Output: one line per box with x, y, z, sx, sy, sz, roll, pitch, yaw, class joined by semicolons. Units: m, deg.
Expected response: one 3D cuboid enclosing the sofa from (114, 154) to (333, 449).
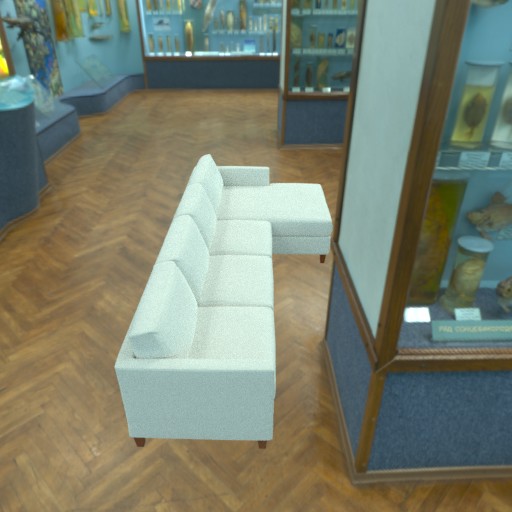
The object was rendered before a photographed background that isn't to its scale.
0.000;0.000;4.128;1.606;0.954;3.471;0;31;1;sofa
